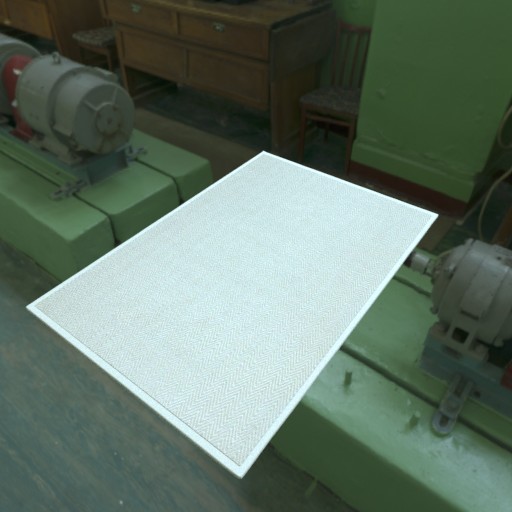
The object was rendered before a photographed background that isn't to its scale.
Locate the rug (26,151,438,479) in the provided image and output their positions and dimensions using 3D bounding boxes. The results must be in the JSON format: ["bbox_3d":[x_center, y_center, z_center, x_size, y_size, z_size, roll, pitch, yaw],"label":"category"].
[{"bbox_3d":[0.000,0.000,2.788,1.532,0.017,2.244,27,48,27],"label":"rug"}]
